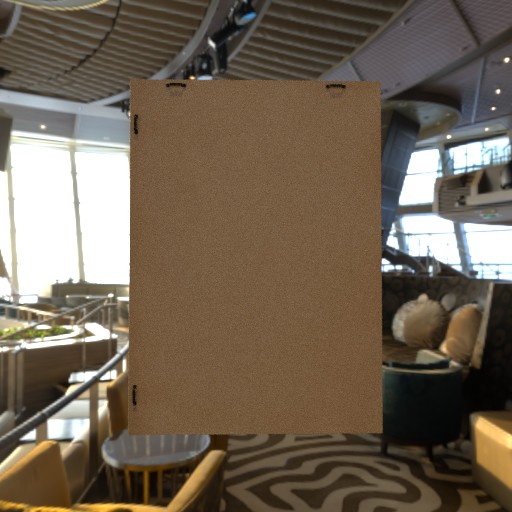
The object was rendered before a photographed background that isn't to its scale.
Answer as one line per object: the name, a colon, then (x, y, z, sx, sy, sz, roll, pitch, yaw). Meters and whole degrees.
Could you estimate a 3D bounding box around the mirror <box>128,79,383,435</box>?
mirror: (0.000, 0.000, 0.904, 0.507, 0.710, 0.039, 0, -1, -1)
